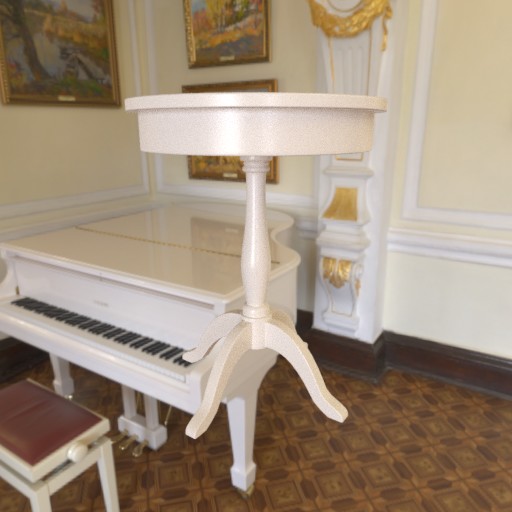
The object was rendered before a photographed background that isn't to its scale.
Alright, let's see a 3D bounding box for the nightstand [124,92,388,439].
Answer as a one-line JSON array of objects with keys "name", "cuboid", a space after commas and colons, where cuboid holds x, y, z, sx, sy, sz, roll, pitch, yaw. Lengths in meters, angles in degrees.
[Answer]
[{"name": "nightstand", "cuboid": [0.000, 0.000, 0.988, 0.513, 0.653, 0.513, 15, 22, 42]}]
